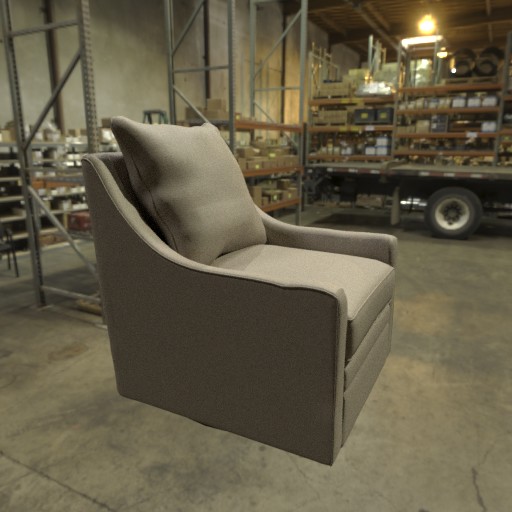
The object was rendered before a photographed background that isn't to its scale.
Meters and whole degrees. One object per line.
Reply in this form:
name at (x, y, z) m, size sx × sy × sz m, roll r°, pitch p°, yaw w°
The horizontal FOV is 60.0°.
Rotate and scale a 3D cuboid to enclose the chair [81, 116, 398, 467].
chair at (0.000, 0.000, 1.575) m, size 0.876 × 0.942 × 0.760 m, roll 7°, pitch 16°, yaw 27°
